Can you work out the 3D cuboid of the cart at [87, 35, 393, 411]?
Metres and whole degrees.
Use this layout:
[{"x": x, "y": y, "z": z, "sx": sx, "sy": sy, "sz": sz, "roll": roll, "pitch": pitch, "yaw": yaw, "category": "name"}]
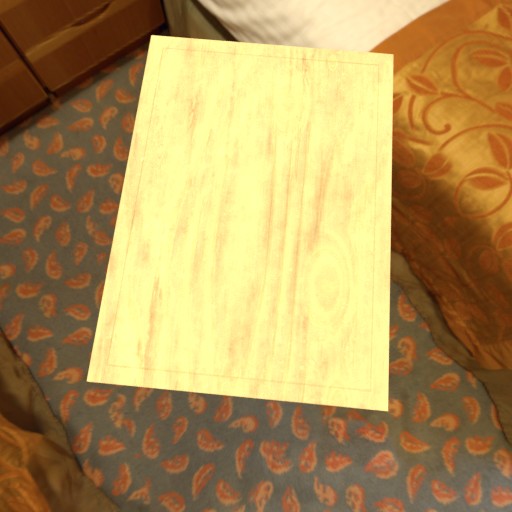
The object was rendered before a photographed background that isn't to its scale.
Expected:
[{"x": 0.000, "y": 0.000, "z": 1.376, "sx": 0.567, "sy": 0.920, "sz": 0.797, "roll": 5, "pitch": 75, "yaw": 1, "category": "cart"}]
